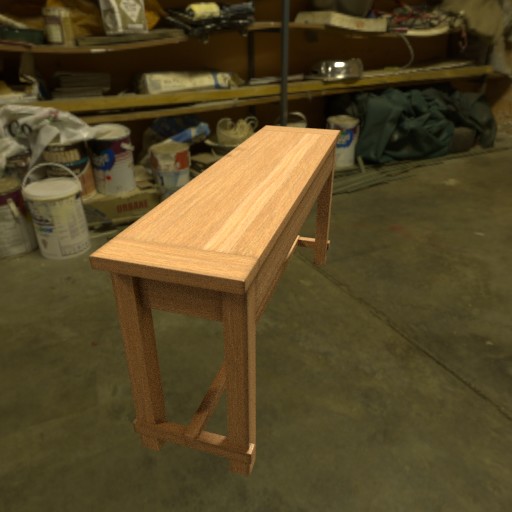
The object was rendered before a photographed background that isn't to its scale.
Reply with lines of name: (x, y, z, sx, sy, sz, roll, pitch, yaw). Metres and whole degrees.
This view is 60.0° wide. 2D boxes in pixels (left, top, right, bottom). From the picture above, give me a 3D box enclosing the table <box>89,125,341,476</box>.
table: (0.000, 0.000, 1.913, 0.442, 0.762, 1.599, 8, 29, 15)
